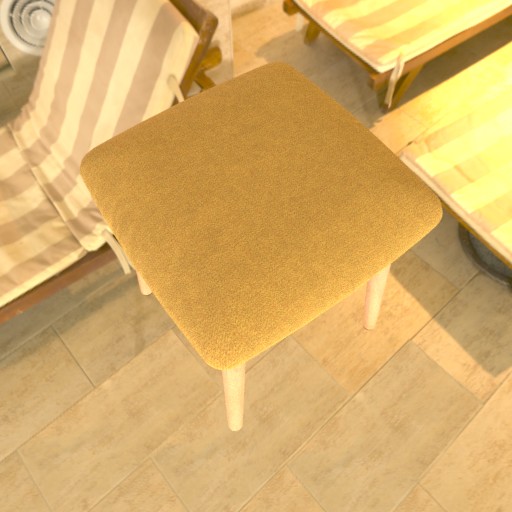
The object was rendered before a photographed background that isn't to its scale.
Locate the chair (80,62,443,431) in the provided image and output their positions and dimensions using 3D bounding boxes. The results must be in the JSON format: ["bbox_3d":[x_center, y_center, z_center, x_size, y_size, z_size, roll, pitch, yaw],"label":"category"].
[{"bbox_3d":[0.000,0.000,0.703,0.350,0.440,0.350,-32,66,-16],"label":"chair"}]
